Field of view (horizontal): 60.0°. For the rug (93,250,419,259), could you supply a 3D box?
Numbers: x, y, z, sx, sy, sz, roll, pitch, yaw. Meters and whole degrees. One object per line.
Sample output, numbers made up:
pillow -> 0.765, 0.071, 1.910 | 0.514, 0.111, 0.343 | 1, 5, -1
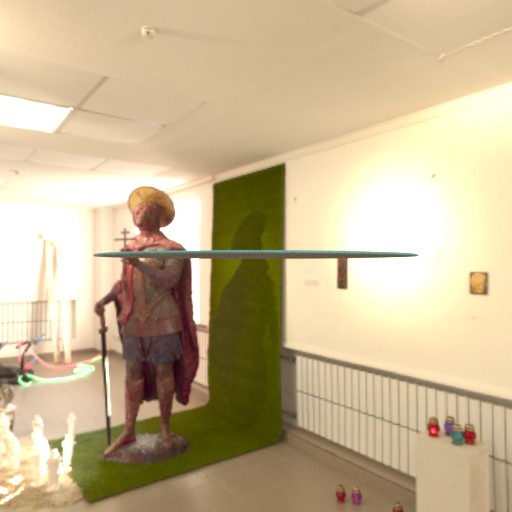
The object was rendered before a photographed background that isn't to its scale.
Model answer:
rug -> 0.000, 0.000, 2.309 | 1.593, 0.012, 1.593 | 0, -1, 0
